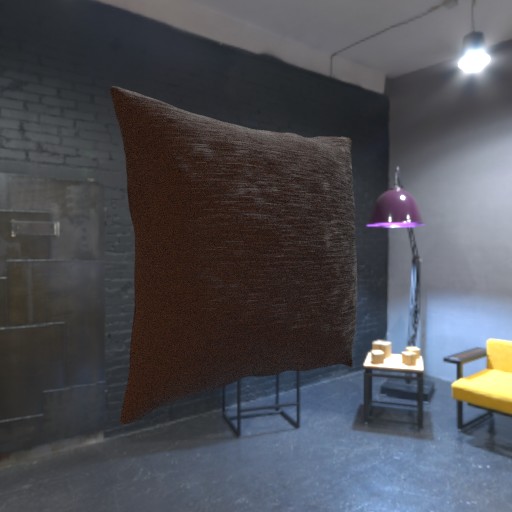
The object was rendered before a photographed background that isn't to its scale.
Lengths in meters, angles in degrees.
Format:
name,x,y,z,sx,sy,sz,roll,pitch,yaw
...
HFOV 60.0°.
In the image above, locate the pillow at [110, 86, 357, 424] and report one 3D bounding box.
name,x,y,z,sx,sy,sz,roll,pitch,yaw
pillow,0.000,0.000,0.697,0.452,0.439,0.204,-1,1,-36
